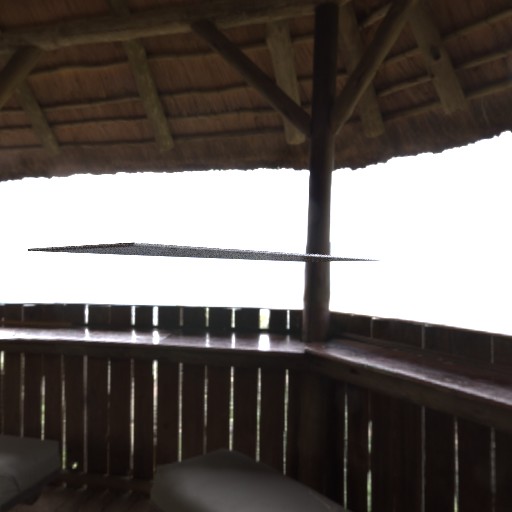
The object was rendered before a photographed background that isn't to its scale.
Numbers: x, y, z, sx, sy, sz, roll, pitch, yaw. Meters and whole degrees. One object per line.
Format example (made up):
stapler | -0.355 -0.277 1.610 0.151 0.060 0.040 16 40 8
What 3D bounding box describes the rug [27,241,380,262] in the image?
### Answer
rug | 0.000 0.000 2.538 0.659 0.019 2.297 -1 -3 35
